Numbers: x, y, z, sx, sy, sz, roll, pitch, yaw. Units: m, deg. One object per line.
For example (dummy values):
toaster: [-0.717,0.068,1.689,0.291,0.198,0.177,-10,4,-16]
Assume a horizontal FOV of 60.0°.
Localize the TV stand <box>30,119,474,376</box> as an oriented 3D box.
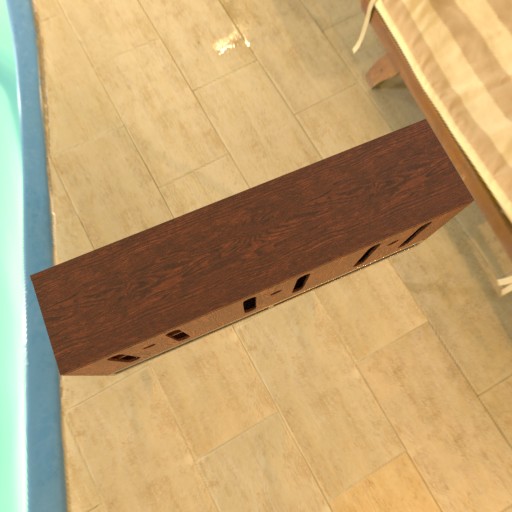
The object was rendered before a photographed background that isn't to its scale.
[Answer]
TV stand: [0.000,0.000,1.833,1.541,0.578,0.382,-22,76,-6]
